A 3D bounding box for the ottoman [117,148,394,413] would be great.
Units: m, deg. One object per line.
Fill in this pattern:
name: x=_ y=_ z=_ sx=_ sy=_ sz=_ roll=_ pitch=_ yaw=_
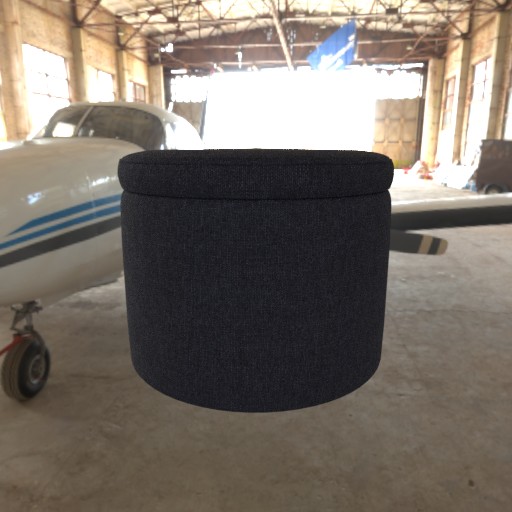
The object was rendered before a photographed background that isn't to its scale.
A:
ottoman: x=0.000 y=0.000 z=0.905 sx=0.520 sy=0.430 sz=0.520 roll=0 pitch=13 yaw=0
